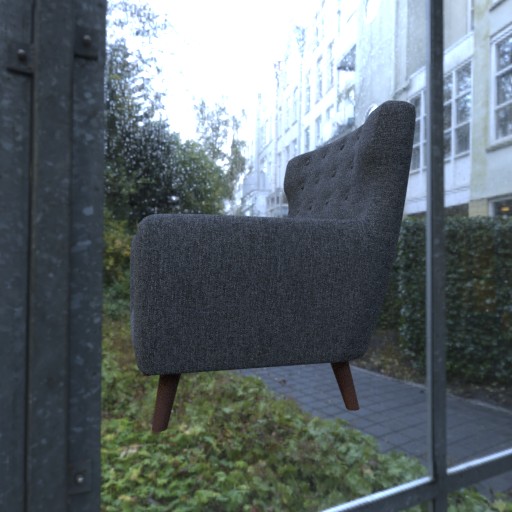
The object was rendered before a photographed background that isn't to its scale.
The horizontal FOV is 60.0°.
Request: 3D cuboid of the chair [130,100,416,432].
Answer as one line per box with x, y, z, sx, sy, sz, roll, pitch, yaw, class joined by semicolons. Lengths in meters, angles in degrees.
0.000;0.000;1.733;0.940;1.039;0.889;0;-1;-17;chair
